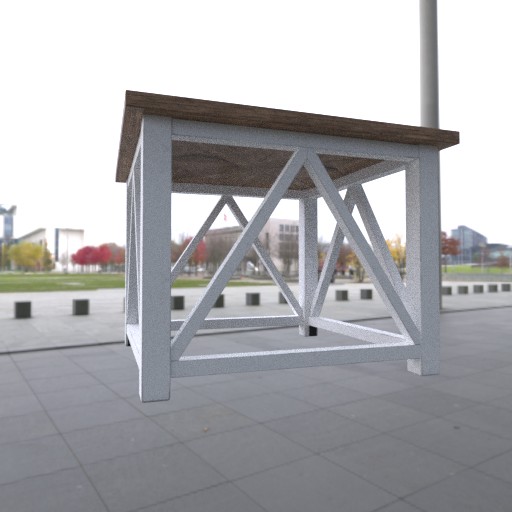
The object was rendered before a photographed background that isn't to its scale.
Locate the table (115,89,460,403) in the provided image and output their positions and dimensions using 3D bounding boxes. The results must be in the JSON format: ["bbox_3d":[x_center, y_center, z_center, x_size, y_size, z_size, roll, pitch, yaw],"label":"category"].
[{"bbox_3d":[0.000,0.000,1.175,0.700,0.532,0.700,1,-2,-19],"label":"table"}]
